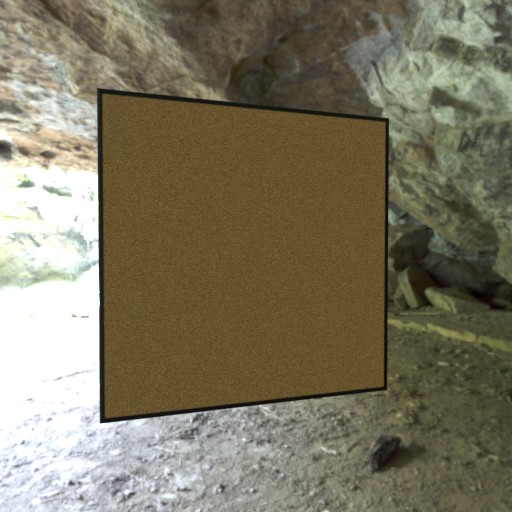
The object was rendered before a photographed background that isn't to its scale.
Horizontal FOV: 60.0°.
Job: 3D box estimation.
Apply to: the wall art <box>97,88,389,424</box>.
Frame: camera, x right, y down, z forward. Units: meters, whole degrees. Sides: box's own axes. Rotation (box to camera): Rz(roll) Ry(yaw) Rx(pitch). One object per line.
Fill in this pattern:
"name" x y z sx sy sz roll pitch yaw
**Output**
"wall art" 0.000 0.000 0.766 0.513 0.511 0.028 0 1 -18
